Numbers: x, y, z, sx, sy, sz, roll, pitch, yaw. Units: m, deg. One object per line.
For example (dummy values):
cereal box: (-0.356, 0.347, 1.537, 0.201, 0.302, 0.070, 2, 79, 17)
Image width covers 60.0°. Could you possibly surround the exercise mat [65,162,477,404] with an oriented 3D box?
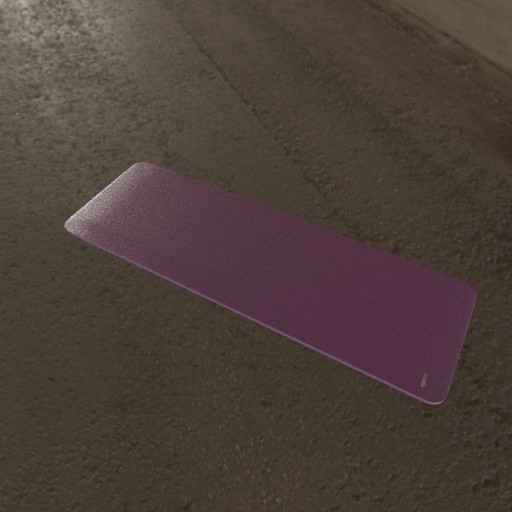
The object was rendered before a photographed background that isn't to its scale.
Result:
exercise mat: (0.000, 0.000, 2.043, 1.869, 0.021, 0.616, 23, 52, 19)
